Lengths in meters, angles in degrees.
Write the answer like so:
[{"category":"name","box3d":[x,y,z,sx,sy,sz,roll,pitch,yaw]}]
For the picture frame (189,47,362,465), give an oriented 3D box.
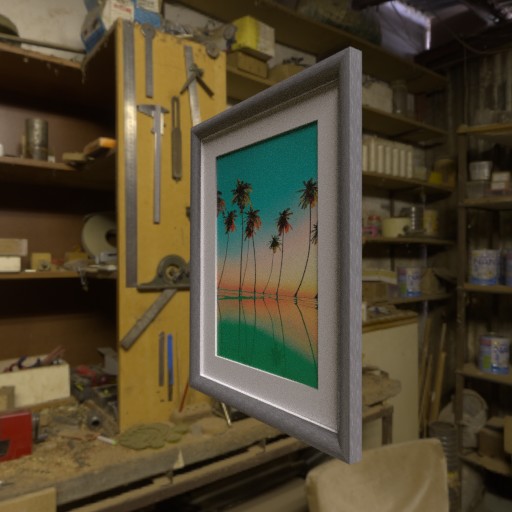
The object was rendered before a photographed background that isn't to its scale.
[{"category":"picture frame","box3d":[0.000,0.000,0.781,0.029,0.559,0.454,0,-1,-36]}]
